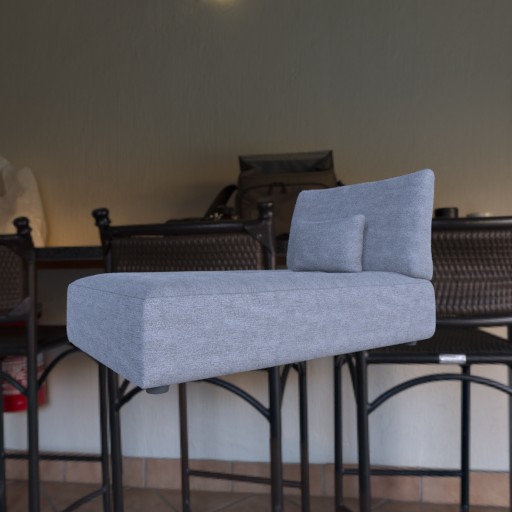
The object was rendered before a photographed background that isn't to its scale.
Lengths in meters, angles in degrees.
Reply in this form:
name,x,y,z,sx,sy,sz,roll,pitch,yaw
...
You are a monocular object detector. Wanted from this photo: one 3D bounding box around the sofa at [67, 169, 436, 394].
name,x,y,z,sx,sy,sz,roll,pitch,yaw
sofa,0.000,0.000,2.011,1.450,0.820,0.930,0,0,-36
